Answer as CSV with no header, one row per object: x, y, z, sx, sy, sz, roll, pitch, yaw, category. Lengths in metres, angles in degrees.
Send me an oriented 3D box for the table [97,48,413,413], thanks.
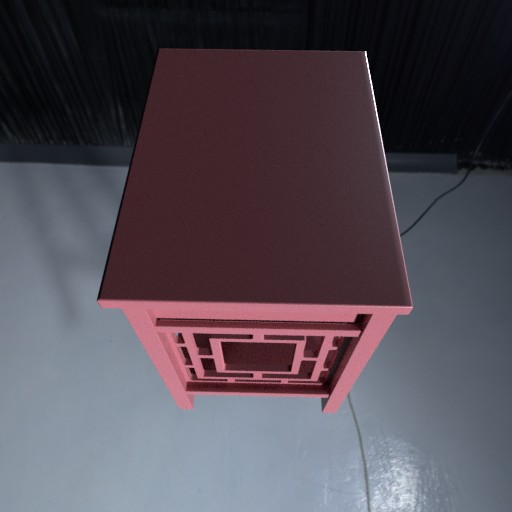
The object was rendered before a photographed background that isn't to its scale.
0.000,0.000,1.066,0.451,0.686,0.599,1,57,1,table
